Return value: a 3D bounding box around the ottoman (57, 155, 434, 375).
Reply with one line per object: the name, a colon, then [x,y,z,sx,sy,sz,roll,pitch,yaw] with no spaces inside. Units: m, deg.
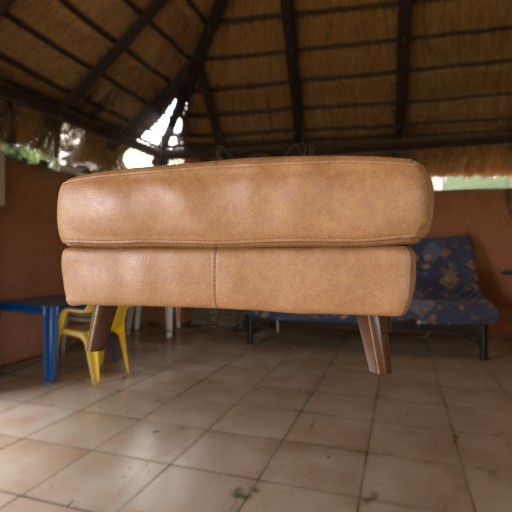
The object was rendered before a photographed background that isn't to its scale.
ottoman: [0.000,0.000,1.212,0.869,0.461,0.630,0,1,17]
